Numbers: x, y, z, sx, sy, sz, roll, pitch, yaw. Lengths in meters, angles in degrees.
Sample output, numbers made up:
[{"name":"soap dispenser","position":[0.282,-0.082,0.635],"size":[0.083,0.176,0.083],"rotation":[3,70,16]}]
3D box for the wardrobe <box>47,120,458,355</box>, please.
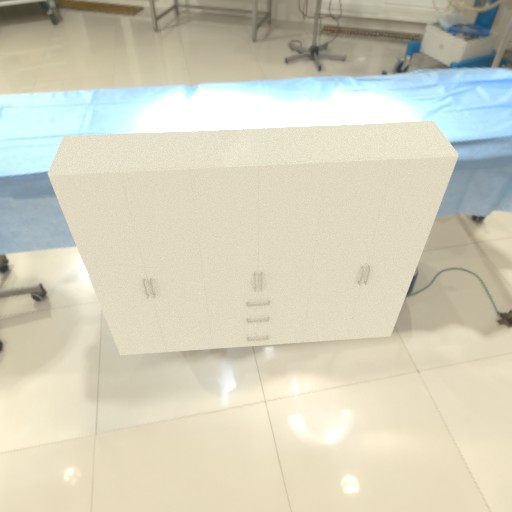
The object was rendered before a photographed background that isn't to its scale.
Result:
[{"name":"wardrobe","position":[0.000,0.000,4.219],"size":[3.000,2.360,0.580],"rotation":[-3,45,-3]}]
